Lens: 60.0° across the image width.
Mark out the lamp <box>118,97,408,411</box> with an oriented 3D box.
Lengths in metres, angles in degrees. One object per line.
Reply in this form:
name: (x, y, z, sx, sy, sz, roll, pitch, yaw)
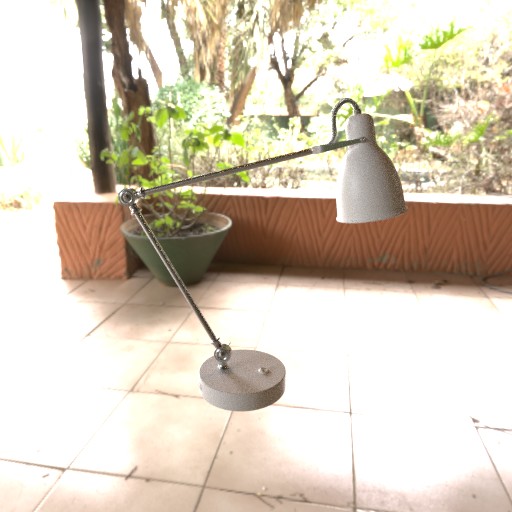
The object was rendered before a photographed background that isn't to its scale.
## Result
lamp: (0.000, 0.000, 0.879, 0.561, 0.587, 0.187, 2, 16, 9)
